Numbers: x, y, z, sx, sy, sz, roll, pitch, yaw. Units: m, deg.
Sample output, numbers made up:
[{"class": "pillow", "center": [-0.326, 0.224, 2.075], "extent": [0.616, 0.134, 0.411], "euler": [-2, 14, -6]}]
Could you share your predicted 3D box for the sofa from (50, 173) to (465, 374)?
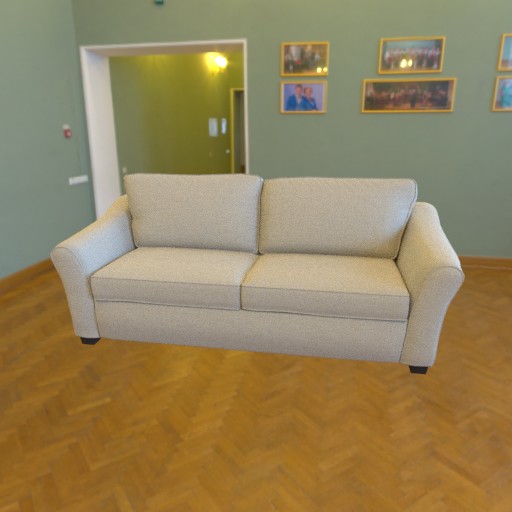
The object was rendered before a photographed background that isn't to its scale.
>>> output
[{"class": "sofa", "center": [0.000, 0.000, 2.788], "extent": [2.270, 0.965, 0.980], "euler": [3, 16, 10]}]
